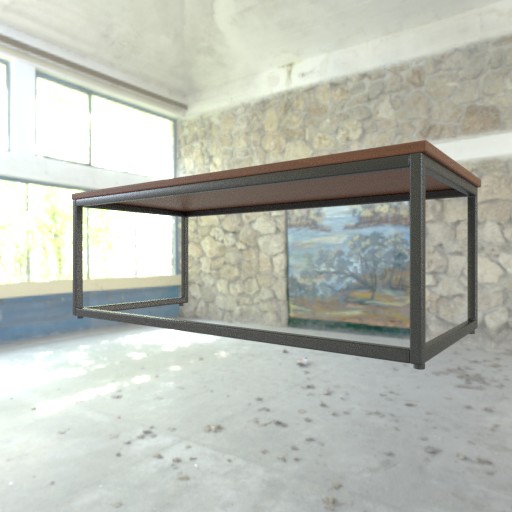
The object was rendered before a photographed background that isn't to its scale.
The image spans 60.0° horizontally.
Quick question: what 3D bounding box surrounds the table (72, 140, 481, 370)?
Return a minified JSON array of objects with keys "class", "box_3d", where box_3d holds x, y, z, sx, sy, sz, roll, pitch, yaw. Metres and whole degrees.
[{"class":"table","box_3d":[0.000,0.000,1.289,1.100,0.400,0.500,0,0,37]}]
